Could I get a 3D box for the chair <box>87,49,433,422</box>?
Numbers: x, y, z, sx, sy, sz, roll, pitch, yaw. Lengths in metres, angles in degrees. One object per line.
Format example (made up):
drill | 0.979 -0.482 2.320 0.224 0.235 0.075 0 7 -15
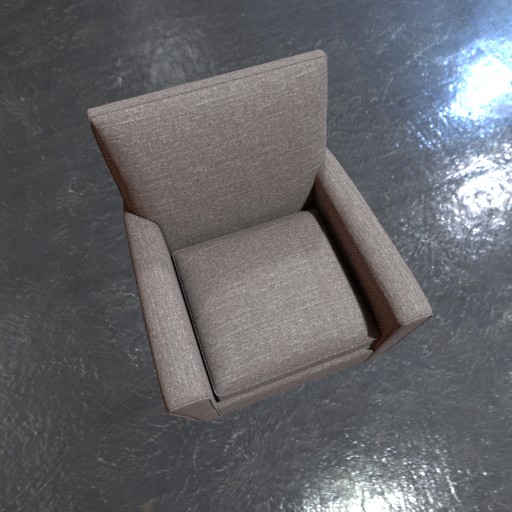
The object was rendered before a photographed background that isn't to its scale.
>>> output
chair | 0.000 0.000 1.582 0.838 0.885 0.875 -18 66 -8
